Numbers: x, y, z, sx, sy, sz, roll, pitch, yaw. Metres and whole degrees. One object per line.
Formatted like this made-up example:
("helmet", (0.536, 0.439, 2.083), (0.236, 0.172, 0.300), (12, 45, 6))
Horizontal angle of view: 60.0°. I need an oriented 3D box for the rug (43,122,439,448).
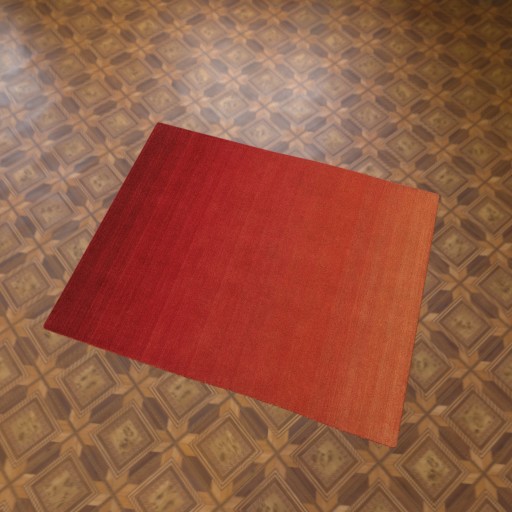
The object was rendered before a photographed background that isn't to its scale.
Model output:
("rug", (0.000, 0.000, 3.904), (2.905, 0.028, 2.340), (16, 65, 8))
